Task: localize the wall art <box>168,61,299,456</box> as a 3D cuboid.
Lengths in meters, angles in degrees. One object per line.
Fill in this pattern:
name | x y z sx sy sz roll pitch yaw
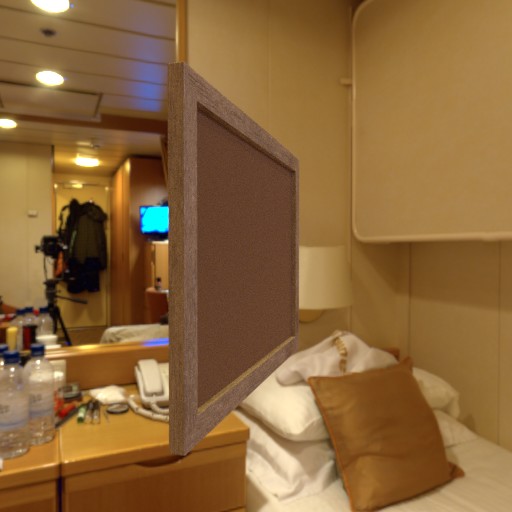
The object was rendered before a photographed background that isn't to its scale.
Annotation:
wall art | 0.000 0.000 0.932 0.026 0.535 0.690 0 1 19
